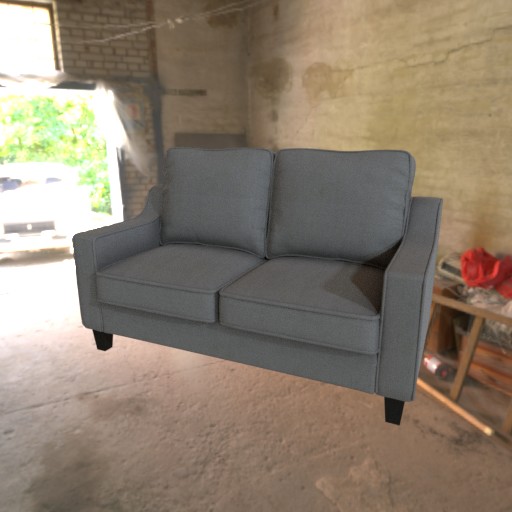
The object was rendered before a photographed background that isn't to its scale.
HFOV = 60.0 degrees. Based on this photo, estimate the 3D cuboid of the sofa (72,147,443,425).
[{"bbox_3d":[0.000,0.000,2.020,1.500,0.948,0.791,7,17,24],"label":"sofa"}]
